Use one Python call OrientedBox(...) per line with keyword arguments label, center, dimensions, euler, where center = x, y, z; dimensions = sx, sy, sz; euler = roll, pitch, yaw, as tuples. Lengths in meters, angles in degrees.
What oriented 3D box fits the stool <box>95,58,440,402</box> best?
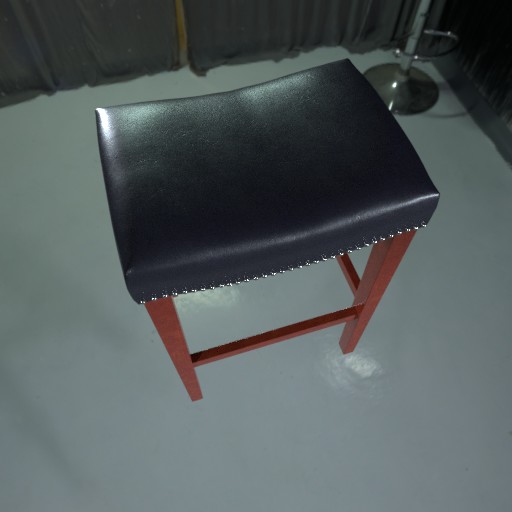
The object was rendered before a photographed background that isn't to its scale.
OrientedBox(label="stool", center=(0.000, 0.000, 1.027), dimensions=(0.504, 0.742, 0.372), euler=(-15, 60, -9))
